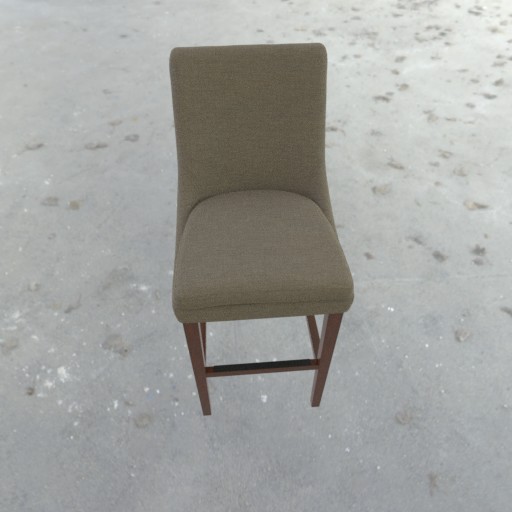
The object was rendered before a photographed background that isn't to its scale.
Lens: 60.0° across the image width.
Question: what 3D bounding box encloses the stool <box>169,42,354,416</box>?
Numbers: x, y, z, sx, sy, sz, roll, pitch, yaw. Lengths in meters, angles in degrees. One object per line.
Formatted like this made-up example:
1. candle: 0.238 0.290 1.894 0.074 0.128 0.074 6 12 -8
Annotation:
1. stool: 0.000 0.000 1.378 0.470 1.078 0.577 -3 46 -3
